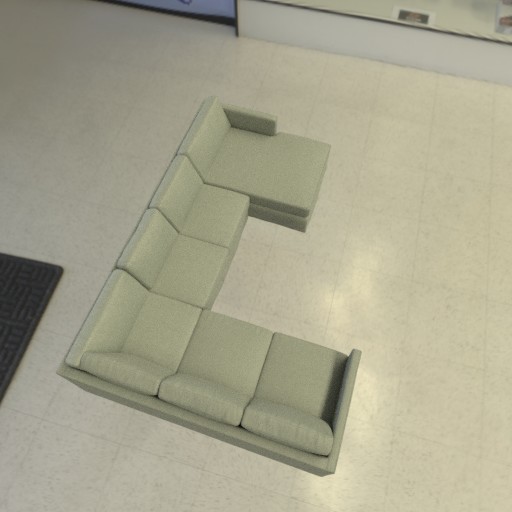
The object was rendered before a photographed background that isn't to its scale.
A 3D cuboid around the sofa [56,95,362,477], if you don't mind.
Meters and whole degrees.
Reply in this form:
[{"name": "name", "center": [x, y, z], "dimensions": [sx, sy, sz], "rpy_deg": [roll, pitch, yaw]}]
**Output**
[{"name": "sofa", "center": [0.000, 0.000, 4.536], "dimensions": [2.427, 0.882, 3.460], "rpy_deg": [16, 63, 9]}]
